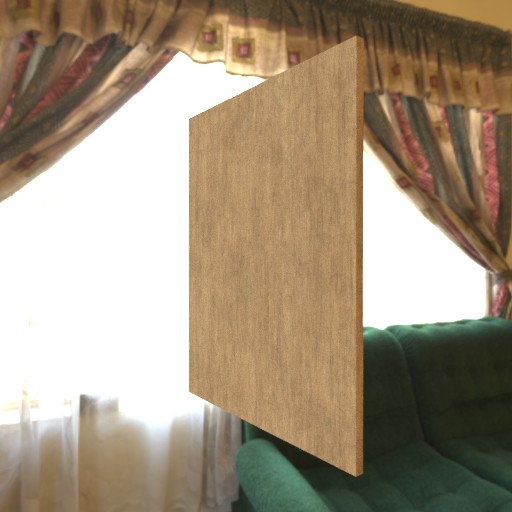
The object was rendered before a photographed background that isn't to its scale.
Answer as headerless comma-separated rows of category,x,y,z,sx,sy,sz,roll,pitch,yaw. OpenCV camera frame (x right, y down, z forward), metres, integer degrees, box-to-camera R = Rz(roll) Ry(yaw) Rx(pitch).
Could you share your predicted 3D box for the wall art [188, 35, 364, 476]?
wall art,0.000,0.000,0.906,0.018,0.686,0.534,0,0,-38
